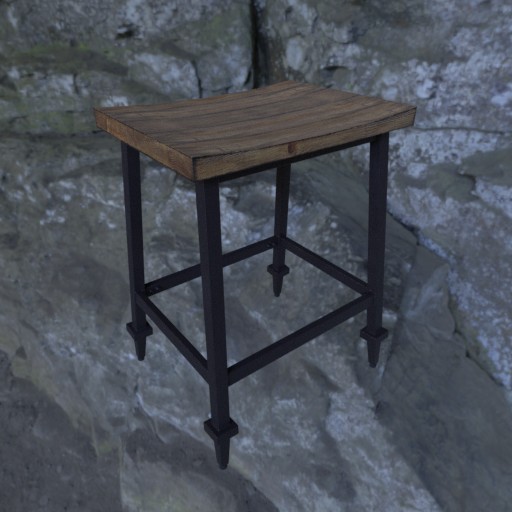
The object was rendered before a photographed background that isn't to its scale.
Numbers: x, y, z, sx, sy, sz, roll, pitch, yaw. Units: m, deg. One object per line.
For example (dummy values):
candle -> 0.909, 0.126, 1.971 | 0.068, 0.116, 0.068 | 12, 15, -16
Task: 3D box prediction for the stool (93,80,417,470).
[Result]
stool -> 0.000, 0.000, 0.957 | 0.486, 0.625, 0.405 | -21, 37, -31
